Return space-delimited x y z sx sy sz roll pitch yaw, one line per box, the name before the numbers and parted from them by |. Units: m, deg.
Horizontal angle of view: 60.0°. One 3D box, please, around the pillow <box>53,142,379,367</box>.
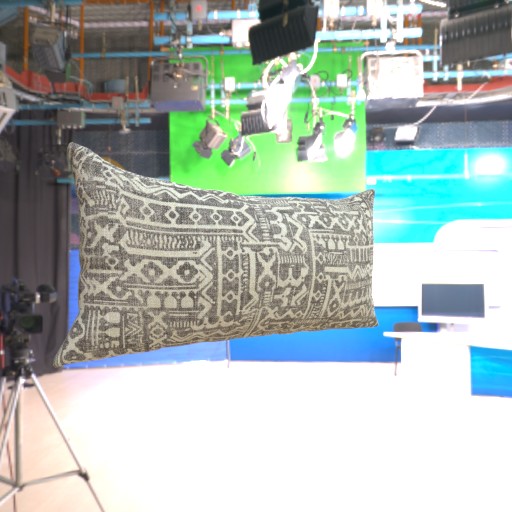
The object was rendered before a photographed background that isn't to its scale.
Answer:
pillow | 0.000 0.000 0.745 0.631 0.290 0.148 1 -1 -36
